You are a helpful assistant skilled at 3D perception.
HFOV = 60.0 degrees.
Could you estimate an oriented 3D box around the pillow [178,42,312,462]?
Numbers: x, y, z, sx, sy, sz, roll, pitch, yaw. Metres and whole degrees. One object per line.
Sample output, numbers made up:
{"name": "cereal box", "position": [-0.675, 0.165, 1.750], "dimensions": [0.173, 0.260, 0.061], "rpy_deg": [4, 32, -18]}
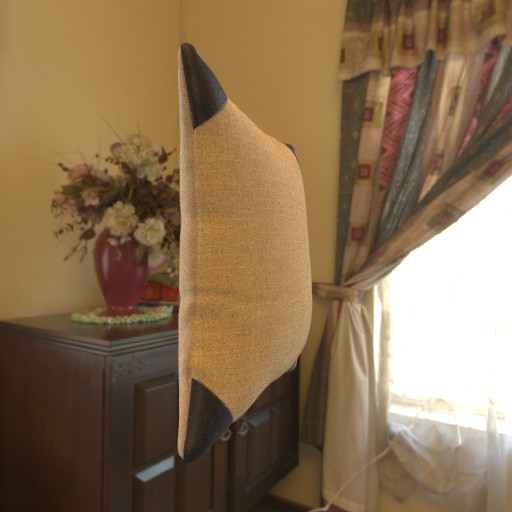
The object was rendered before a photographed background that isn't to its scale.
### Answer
{"name": "pillow", "position": [0.000, 0.000, 0.663], "dimensions": [0.147, 0.441, 0.440], "rpy_deg": [0, -1, 18]}
